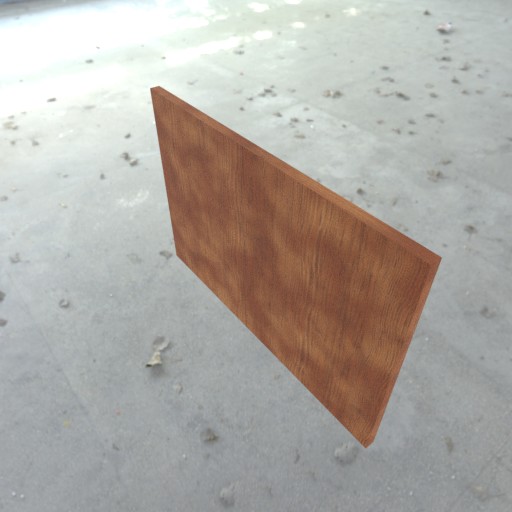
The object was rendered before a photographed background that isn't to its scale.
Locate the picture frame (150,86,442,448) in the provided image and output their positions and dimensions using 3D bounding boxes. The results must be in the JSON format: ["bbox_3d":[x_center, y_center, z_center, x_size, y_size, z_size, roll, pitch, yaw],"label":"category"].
[{"bbox_3d":[0.000,0.000,1.210,0.029,0.640,0.950,-27,48,-27],"label":"picture frame"}]
